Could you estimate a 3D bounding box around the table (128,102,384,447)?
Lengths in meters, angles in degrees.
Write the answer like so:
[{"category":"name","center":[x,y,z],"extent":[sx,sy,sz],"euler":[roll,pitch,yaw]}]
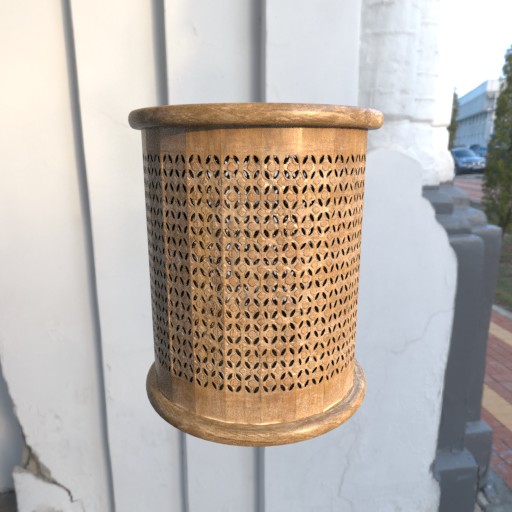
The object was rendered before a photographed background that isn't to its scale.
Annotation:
[{"category":"table","center":[0.000,0.000,0.787],"extent":[0.407,0.482,0.407],"euler":[0,14,0]}]
